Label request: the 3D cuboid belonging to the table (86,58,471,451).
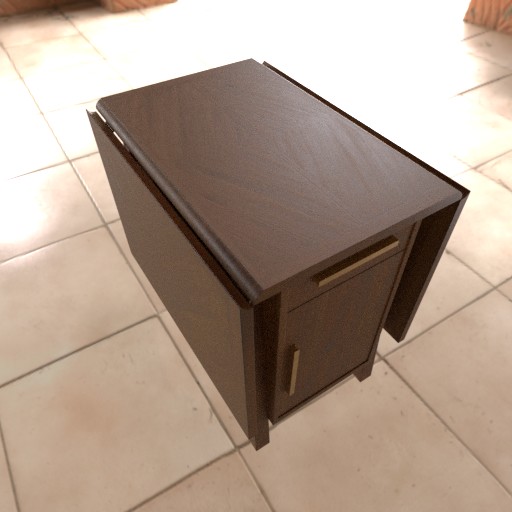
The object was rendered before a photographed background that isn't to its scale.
[{"bbox_3d":[0.000,0.000,1.635,0.701,0.981,0.967,-25,51,-22],"label":"table"}]
